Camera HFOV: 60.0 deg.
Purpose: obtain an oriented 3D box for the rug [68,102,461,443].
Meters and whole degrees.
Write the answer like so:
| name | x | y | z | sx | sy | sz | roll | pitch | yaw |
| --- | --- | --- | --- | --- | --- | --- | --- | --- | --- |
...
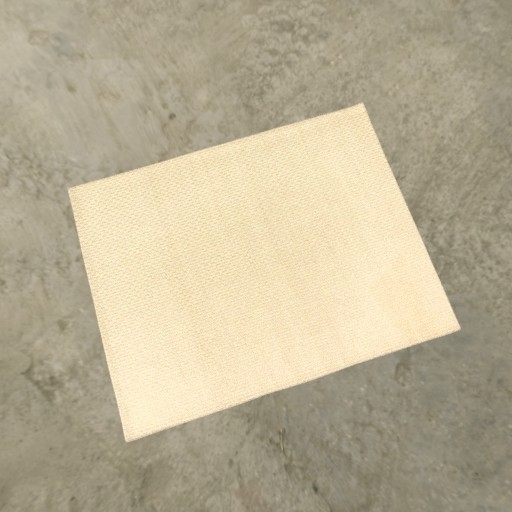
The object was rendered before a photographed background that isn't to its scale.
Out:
| name | x | y | z | sx | sy | sz | roll | pitch | yaw |
| --- | --- | --- | --- | --- | --- | --- | --- | --- | --- |
| rug | 0.000 | 0.000 | 3.882 | 2.897 | 0.035 | 2.277 | -17 | 76 | -4 |
